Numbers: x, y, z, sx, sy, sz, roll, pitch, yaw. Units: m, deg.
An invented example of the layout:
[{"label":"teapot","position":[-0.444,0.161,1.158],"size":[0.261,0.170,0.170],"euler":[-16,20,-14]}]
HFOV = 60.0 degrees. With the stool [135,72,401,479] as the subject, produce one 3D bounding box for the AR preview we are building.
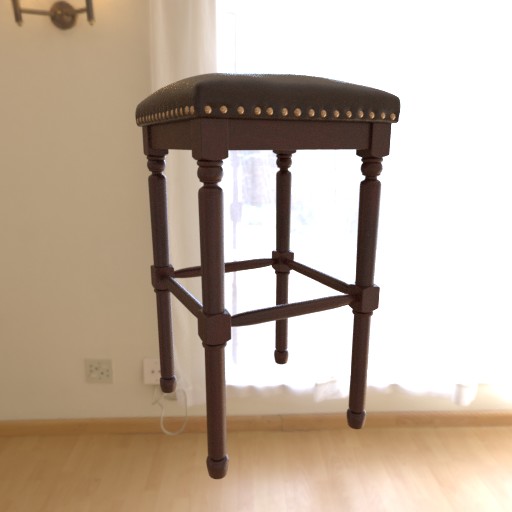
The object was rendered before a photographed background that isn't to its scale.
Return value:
[{"label":"stool","position":[0.000,0.000,0.921],"size":[0.382,0.702,0.383],"euler":[-7,16,-26]}]
